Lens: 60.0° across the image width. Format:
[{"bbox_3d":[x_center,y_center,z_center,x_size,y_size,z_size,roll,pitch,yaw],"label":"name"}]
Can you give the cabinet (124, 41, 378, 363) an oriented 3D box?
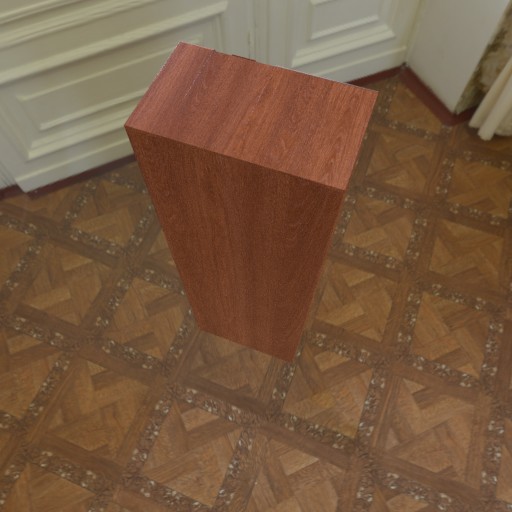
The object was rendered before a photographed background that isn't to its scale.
[{"bbox_3d":[0.000,0.000,2.199,0.660,1.980,0.420,18,64,9],"label":"cabinet"}]
